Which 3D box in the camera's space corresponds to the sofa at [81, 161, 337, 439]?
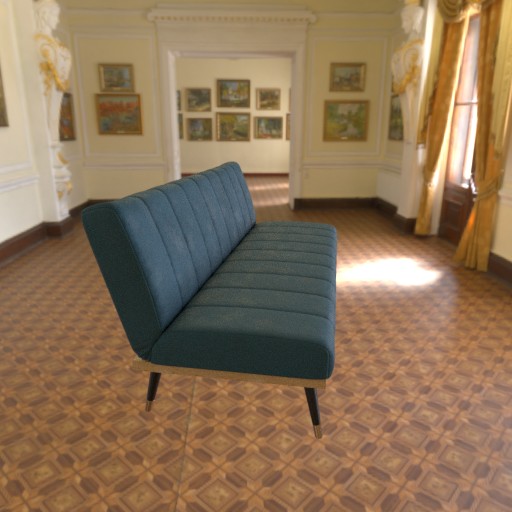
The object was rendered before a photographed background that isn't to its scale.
[{"bbox_3d":[0.000,0.000,2.297,0.830,0.825,1.810,3,16,10],"label":"sofa"}]
